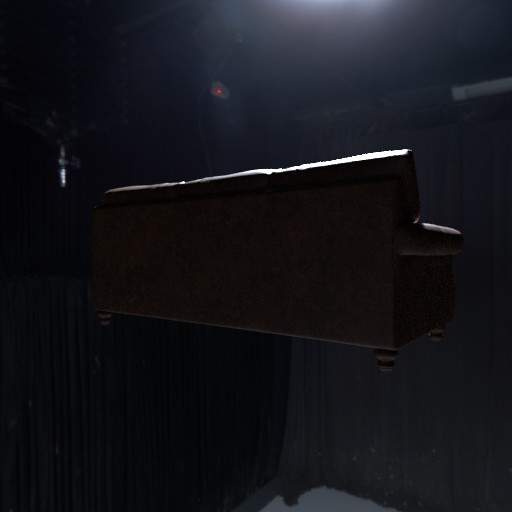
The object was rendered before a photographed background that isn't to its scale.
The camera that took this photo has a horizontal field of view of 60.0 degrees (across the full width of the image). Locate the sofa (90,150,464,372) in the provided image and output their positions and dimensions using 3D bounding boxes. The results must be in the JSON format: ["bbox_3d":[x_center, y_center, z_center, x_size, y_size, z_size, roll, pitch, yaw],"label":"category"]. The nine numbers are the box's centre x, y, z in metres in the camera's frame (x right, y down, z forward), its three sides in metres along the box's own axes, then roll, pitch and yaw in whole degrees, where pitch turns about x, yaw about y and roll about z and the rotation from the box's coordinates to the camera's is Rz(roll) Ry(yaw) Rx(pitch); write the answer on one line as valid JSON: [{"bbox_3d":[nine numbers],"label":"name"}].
[{"bbox_3d":[0.000,0.000,2.842,2.351,0.977,0.973,1,1,37],"label":"sofa"}]
